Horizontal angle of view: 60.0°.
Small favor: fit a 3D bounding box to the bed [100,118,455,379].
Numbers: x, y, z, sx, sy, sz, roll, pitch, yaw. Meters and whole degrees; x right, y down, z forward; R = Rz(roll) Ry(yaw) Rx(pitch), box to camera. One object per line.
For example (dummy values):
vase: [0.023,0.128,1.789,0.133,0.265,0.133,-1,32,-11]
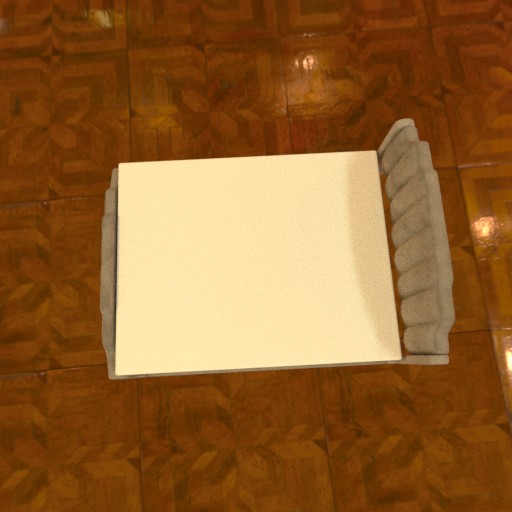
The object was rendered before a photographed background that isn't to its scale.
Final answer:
bed: [0.000,0.000,3.301,2.340,1.245,1.676,-3,77,-1]
